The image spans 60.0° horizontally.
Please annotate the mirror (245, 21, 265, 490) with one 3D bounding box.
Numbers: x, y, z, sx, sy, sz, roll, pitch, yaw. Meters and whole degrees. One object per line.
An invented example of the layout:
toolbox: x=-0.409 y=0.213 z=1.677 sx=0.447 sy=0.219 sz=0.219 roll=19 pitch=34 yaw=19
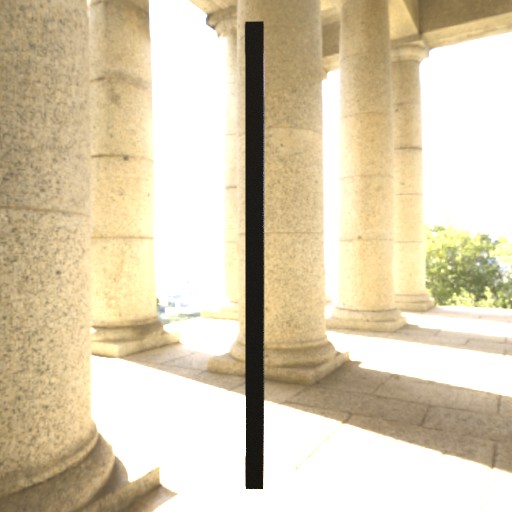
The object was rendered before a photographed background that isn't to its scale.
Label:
mirror: x=0.000 y=0.000 z=1.233 sx=0.047 sy=1.123 sz=0.343 roll=0 pitch=1 yaw=1
